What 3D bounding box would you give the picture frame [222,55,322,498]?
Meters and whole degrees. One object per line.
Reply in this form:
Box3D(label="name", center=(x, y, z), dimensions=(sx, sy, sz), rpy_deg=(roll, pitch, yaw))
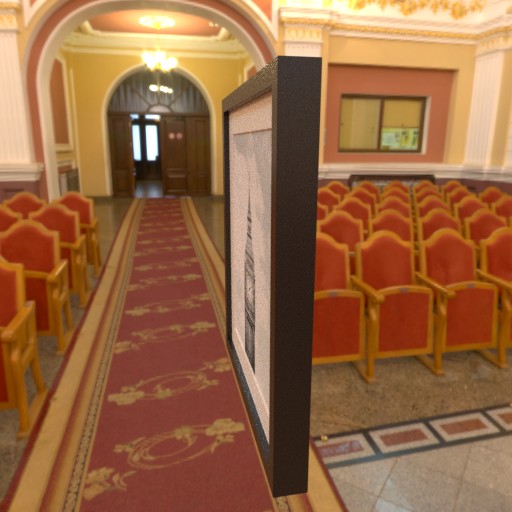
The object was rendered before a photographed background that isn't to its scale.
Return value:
Box3D(label="picture frame", center=(0.000, 0.000, 0.522), dimensions=(0.034, 0.378, 0.328), rpy_deg=(-3, 14, -11))
